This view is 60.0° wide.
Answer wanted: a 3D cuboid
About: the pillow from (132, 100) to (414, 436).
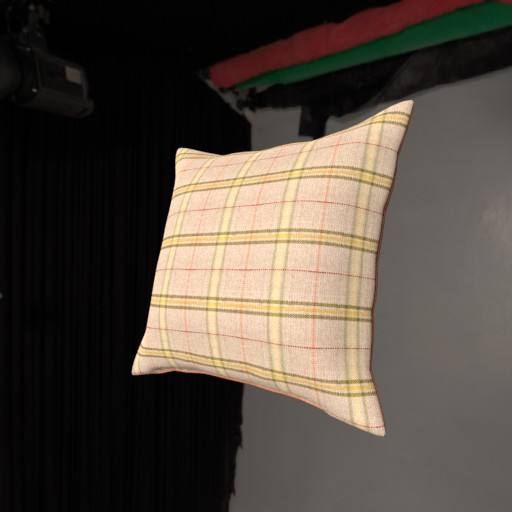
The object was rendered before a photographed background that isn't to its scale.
[{"bbox_3d":[0.000,0.000,0.693,0.453,0.430,0.200,-1,-1,35],"label":"pillow"}]
